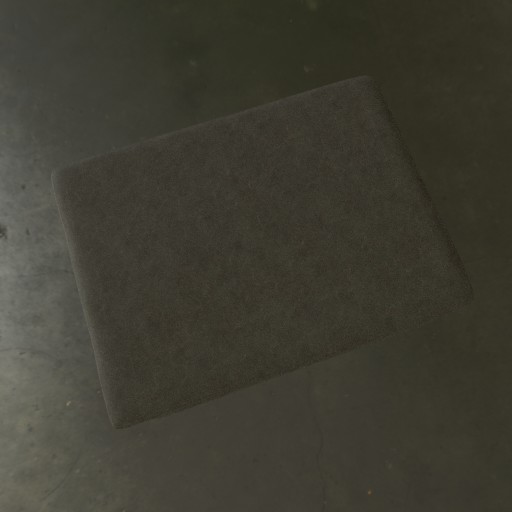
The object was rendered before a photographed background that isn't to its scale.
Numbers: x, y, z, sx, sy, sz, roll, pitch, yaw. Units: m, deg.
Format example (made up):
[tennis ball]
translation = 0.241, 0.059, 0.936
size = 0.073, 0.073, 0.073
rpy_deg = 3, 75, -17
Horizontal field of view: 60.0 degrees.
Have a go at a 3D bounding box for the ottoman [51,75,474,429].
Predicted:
[ottoman]
translation = 0.000, 0.000, 1.209
size = 0.839, 0.464, 0.639
rpy_deg = -18, 76, -5
